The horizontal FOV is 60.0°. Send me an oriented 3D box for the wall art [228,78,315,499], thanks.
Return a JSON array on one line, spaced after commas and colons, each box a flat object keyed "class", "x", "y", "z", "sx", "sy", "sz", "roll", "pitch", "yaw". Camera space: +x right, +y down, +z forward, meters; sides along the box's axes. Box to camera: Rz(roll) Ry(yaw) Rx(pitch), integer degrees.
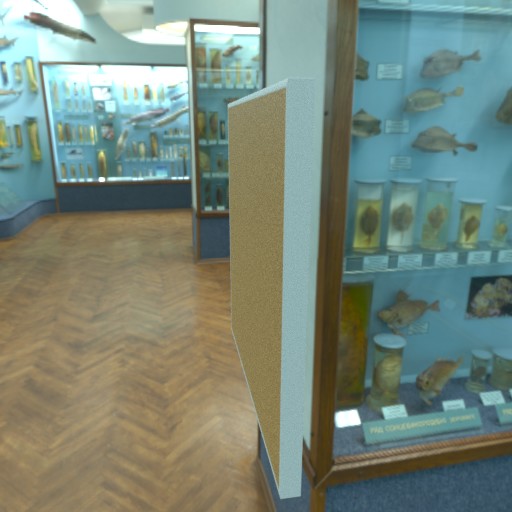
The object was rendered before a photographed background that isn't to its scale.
[{"class": "wall art", "x": 0.000, "y": 0.000, "z": 1.122, "sx": 0.041, "sy": 0.765, "sz": 0.768, "roll": -3, "pitch": 16, "yaw": -10}]
